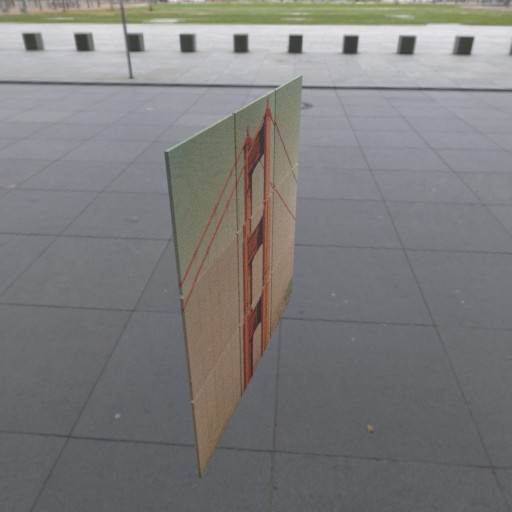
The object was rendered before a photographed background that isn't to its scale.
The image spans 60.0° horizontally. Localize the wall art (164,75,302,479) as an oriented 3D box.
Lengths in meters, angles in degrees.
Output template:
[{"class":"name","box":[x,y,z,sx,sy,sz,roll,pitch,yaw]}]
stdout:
[{"class":"wall art","box":[0.000,0.000,2.259,0.013,1.523,1.517,10,32,17]}]
